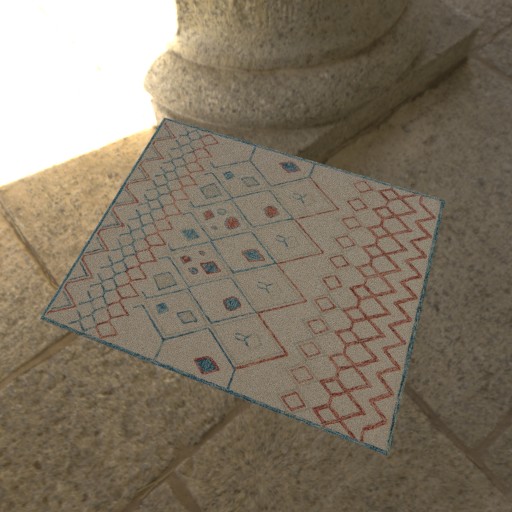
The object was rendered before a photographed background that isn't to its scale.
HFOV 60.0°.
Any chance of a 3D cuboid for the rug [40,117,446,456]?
[{"bbox_3d":[0.000,0.000,4.070,3.050,0.016,2.441,19,65,9],"label":"rug"}]
